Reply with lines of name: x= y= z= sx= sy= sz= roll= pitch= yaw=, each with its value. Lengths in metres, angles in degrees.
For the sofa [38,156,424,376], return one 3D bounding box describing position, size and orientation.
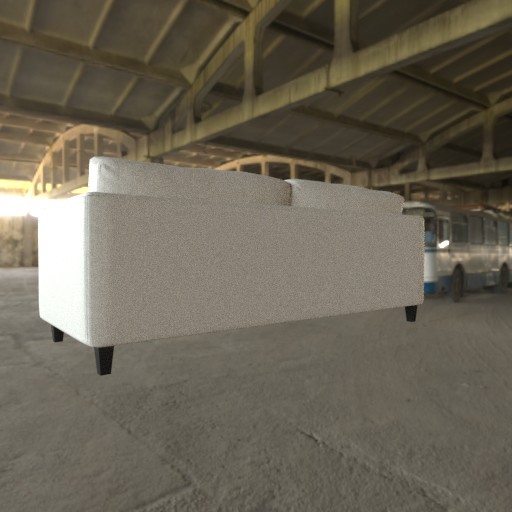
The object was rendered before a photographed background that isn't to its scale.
sofa: x=0.000 y=0.000 z=2.880 sx=2.434 sy=0.965 sz=0.948 roll=-1 pitch=1 yaw=-37
